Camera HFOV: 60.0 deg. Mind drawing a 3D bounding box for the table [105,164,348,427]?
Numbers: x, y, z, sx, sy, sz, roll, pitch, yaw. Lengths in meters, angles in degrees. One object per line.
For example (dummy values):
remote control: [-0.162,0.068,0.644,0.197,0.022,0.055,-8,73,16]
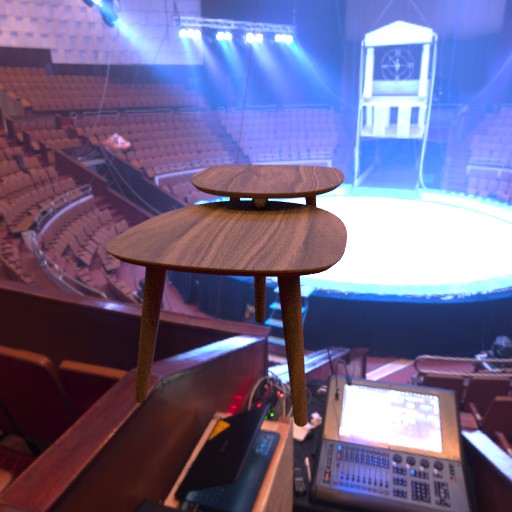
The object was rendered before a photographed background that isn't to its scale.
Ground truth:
table: [0.000,0.000,1.373,0.527,0.429,1.084,3,19,9]
